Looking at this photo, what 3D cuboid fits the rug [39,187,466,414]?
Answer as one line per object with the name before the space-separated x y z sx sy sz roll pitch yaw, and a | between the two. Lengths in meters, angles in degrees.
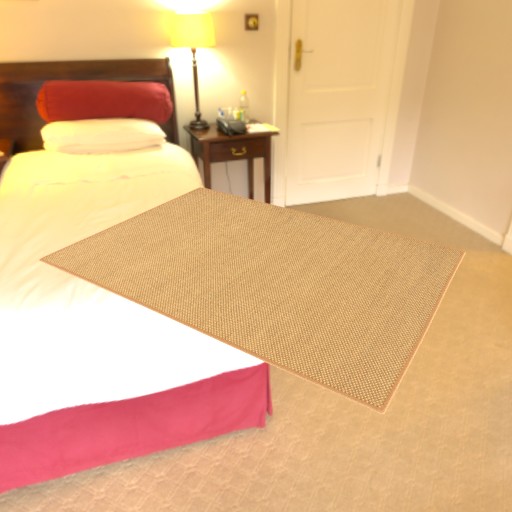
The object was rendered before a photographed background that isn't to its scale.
rug | 0.000 0.000 2.707 2.134 0.013 1.524 18 33 29
